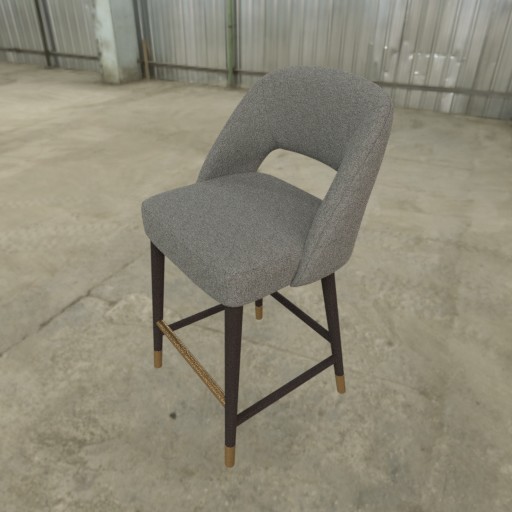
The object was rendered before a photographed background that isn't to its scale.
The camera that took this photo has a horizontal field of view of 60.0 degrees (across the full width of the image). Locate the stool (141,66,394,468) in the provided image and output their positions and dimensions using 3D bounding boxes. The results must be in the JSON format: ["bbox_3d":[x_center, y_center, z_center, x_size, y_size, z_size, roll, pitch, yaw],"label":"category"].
[{"bbox_3d":[0.000,0.000,1.228,0.524,0.925,0.536,-21,38,-30],"label":"stool"}]
